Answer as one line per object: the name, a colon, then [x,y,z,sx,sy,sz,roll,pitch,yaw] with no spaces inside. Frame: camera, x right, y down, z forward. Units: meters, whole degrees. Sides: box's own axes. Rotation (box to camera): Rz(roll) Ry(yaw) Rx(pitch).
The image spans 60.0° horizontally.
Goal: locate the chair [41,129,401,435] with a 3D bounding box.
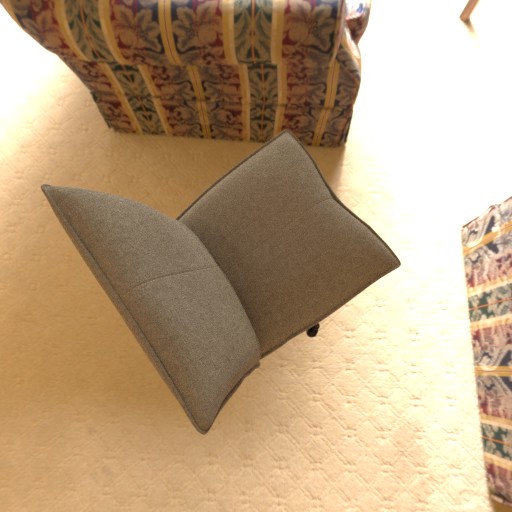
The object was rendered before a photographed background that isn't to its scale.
chair: [0.000,0.000,1.283,0.696,0.811,0.597,-35,78,-8]
